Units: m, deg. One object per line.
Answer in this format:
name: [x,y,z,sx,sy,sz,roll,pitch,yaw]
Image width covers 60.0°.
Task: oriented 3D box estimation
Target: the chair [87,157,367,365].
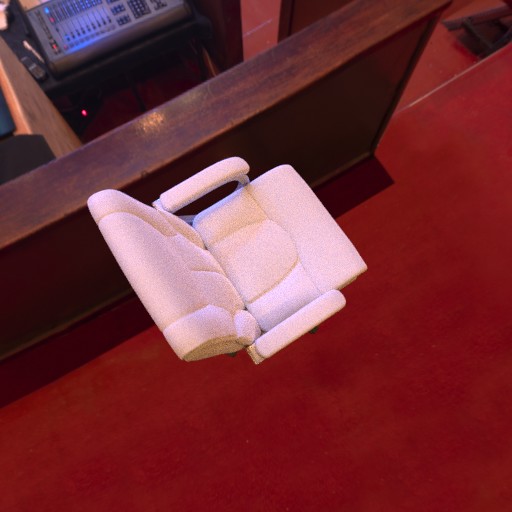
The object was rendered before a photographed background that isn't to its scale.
chair: [0.000,0.000,1.623,0.738,1.120,0.687,-33,77,-9]
